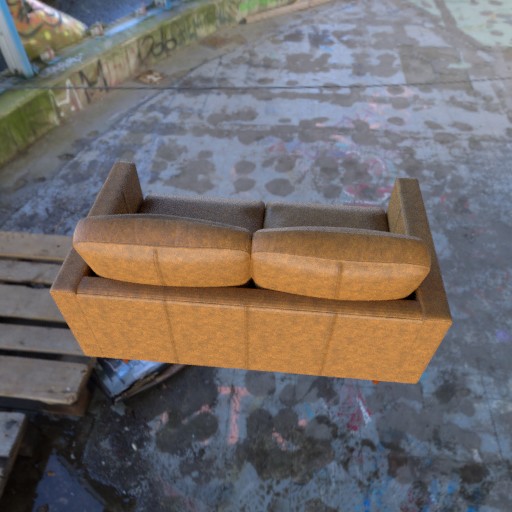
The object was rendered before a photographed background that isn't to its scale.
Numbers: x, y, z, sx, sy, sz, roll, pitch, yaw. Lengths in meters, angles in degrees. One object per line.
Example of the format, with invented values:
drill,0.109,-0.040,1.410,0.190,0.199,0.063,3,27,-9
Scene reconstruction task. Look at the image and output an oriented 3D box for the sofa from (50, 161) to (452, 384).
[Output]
sofa,0.000,0.000,2.172,1.578,0.951,0.909,4,48,4
